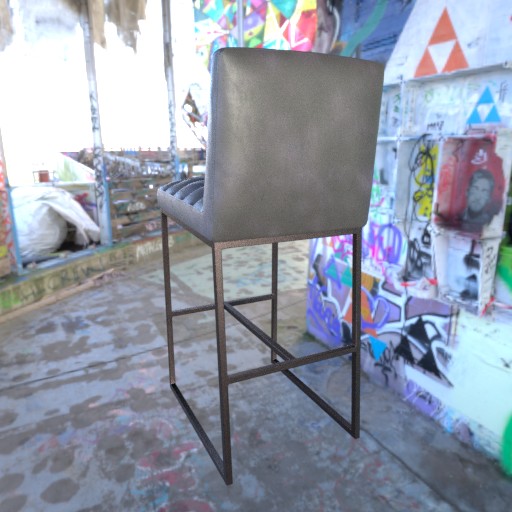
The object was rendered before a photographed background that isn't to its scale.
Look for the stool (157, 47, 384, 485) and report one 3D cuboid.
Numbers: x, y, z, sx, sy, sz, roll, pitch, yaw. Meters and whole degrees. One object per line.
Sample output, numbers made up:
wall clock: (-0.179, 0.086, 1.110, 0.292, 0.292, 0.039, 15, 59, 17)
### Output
stool: (0.000, 0.000, 1.350, 0.463, 1.065, 0.562, -7, 16, -26)
